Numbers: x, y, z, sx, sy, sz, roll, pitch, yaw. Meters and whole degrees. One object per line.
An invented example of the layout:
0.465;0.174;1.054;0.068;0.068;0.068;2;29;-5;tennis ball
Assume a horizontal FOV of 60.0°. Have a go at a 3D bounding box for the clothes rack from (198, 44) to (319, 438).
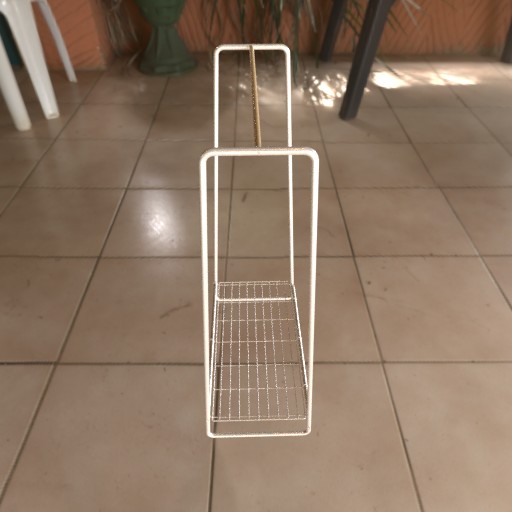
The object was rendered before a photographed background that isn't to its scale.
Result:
0.000;0.000;1.949;0.495;1.500;0.900;-1;41;-1;clothes rack
